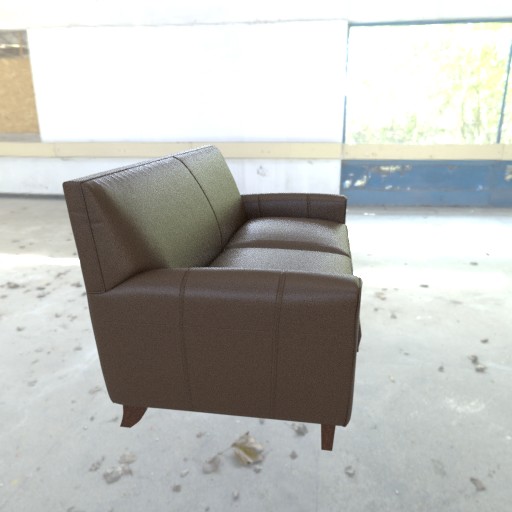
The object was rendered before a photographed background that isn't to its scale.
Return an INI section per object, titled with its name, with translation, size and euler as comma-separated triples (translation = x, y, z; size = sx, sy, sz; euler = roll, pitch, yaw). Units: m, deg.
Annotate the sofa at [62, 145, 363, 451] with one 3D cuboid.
[sofa]
translation = 0.000, 0.000, 1.967
size = 0.853, 0.859, 1.468
euler = 3, 18, 9
